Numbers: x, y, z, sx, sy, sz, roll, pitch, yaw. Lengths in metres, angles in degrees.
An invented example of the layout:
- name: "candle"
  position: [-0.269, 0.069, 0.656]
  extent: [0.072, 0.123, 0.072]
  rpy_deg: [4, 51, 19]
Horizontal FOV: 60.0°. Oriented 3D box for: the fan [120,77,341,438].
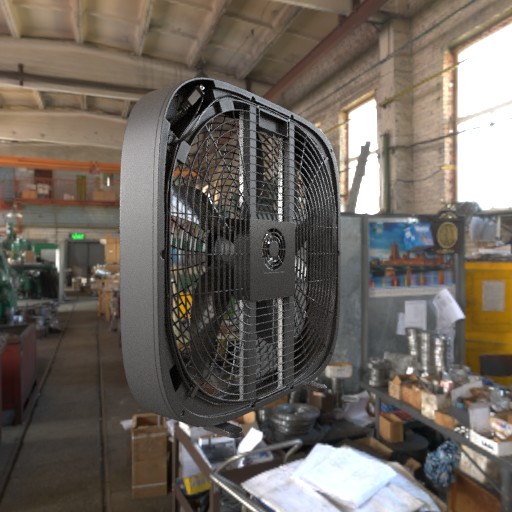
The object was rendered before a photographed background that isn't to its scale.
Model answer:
- name: "fan"
  position: [0.000, 0.000, 0.798]
  extent: [0.142, 0.533, 0.526]
  rpy_deg: [0, 1, 37]
